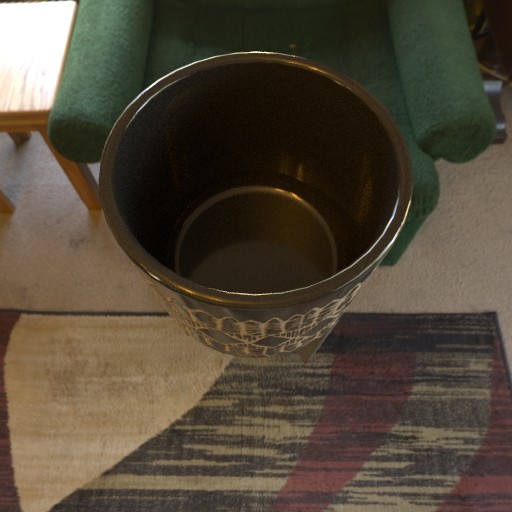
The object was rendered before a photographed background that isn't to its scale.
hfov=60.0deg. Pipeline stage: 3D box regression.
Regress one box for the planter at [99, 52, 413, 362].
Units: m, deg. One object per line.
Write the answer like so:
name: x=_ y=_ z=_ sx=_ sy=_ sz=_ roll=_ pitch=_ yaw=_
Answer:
planter: x=0.000 y=0.000 z=0.513 sx=0.251 sy=0.355 sz=0.251 roll=-16 pitch=65 yaw=-8
